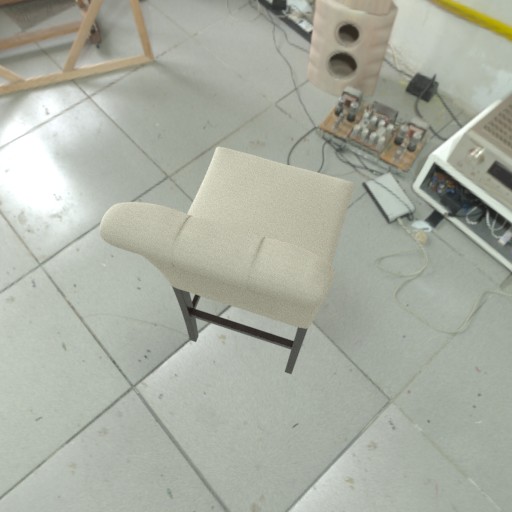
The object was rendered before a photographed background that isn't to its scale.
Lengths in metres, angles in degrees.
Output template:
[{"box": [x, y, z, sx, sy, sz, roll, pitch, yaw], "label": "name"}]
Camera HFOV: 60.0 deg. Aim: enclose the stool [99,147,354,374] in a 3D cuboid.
[{"box": [0.000, 0.000, 1.451, 0.482, 1.118, 0.610, 17, 66, 8], "label": "stool"}]
